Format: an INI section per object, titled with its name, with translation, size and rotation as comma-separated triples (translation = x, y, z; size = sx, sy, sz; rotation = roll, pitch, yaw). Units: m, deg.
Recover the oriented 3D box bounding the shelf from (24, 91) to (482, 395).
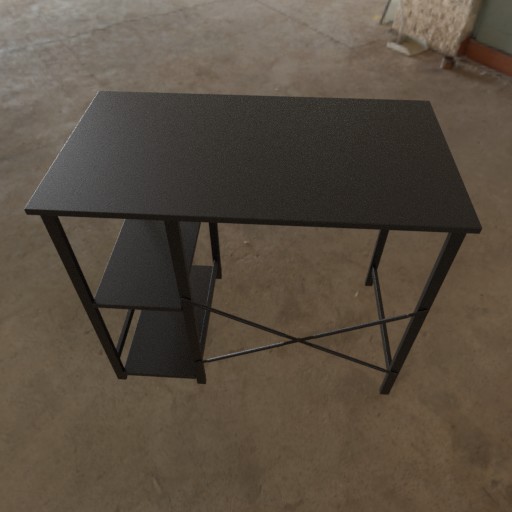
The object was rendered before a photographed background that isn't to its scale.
[shelf]
translation = 0.000, 0.000, 1.312
size = 0.902, 0.749, 0.498
rotation = 3, 47, 2
